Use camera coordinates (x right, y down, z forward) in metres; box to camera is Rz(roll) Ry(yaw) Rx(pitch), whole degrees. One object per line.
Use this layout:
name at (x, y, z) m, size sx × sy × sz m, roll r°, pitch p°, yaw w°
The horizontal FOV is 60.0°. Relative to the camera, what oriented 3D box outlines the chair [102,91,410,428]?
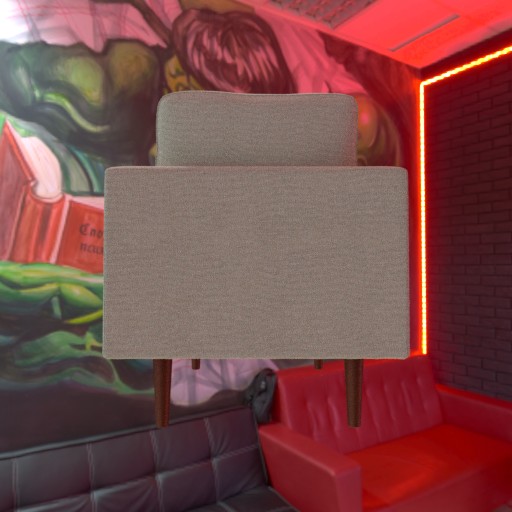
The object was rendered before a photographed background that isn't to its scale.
chair at (0.000, 0.000, 1.611) m, size 0.858 × 0.957 × 0.899 m, roll 0°, pitch -2°, yaw 0°
